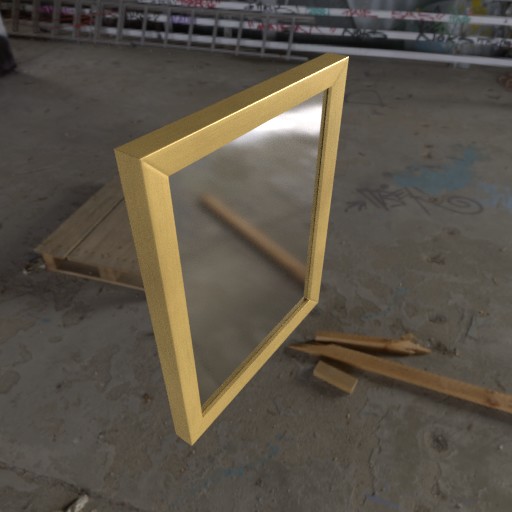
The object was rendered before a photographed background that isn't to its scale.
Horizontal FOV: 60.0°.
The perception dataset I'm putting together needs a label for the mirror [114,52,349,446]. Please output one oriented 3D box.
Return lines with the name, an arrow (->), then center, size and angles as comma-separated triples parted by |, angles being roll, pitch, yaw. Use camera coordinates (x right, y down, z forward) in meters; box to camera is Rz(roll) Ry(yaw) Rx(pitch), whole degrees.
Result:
mirror -> 0.000, 0.000, 0.692 | 0.041, 0.508, 0.405 | 25, 45, 27
